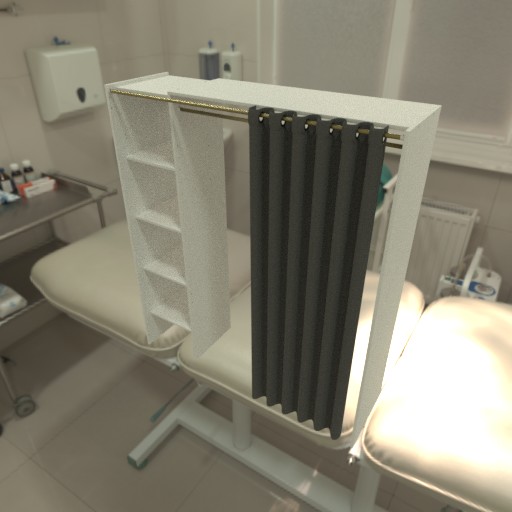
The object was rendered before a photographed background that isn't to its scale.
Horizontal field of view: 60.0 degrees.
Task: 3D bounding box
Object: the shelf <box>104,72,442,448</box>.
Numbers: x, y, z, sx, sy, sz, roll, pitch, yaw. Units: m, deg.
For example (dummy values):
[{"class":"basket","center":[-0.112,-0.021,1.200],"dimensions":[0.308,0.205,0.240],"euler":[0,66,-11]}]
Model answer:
[{"class":"shelf","center":[0.000,0.000,2.587],"dimensions":[1.600,1.810,0.500],"euler":[19,36,27]}]
